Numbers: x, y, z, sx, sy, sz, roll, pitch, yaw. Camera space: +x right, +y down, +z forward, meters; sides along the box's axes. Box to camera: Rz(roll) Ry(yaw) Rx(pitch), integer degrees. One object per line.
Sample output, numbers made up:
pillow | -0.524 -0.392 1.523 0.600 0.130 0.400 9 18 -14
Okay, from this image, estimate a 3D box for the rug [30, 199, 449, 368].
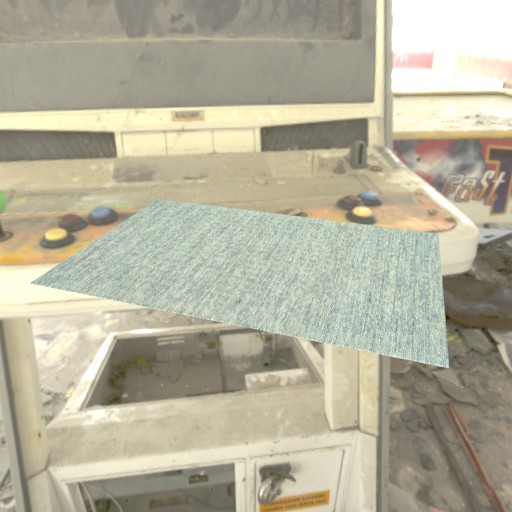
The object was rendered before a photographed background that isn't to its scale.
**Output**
rug | 0.000 0.000 2.222 1.752 0.006 1.142 9 29 16
